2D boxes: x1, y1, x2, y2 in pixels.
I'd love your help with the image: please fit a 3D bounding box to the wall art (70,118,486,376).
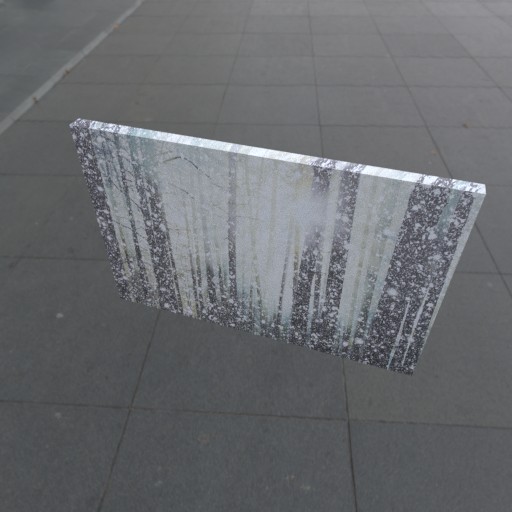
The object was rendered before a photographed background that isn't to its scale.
[{"bbox_3d":[0.000,0.000,1.149,0.919,0.598,0.038,13,43,14],"label":"wall art"}]
